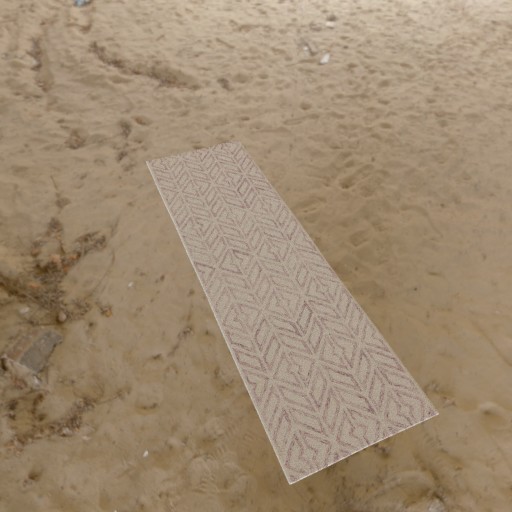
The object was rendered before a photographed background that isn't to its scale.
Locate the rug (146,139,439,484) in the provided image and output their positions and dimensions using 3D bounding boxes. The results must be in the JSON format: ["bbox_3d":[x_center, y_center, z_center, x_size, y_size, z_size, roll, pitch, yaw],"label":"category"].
[{"bbox_3d":[0.000,0.000,2.657,0.750,0.009,2.435,-17,49,-16],"label":"rug"}]
